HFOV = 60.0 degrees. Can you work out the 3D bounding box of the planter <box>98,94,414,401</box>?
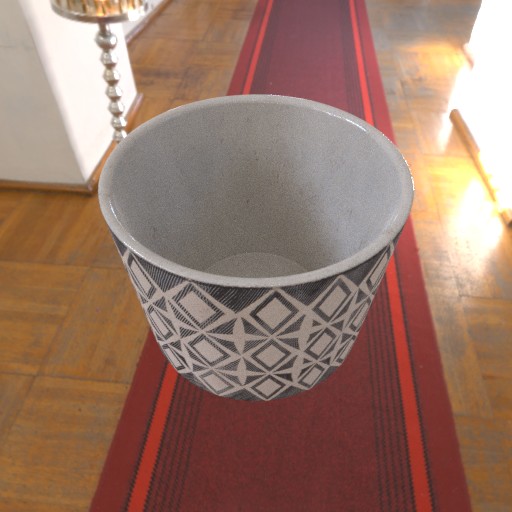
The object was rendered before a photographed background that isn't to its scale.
[{"bbox_3d":[0.000,0.000,0.455,0.260,0.220,0.260,0,47,0],"label":"planter"}]
